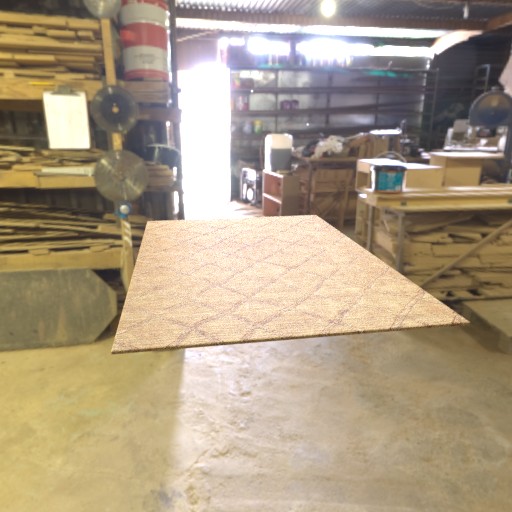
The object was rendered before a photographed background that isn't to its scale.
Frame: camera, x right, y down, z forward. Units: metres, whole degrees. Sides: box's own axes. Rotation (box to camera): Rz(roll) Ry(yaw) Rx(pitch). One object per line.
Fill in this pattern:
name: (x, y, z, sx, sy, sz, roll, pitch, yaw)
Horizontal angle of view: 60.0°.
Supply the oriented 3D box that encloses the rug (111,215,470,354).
rug: (0.000, 0.000, 2.910, 1.528, 0.014, 2.292, -3, 18, -9)
